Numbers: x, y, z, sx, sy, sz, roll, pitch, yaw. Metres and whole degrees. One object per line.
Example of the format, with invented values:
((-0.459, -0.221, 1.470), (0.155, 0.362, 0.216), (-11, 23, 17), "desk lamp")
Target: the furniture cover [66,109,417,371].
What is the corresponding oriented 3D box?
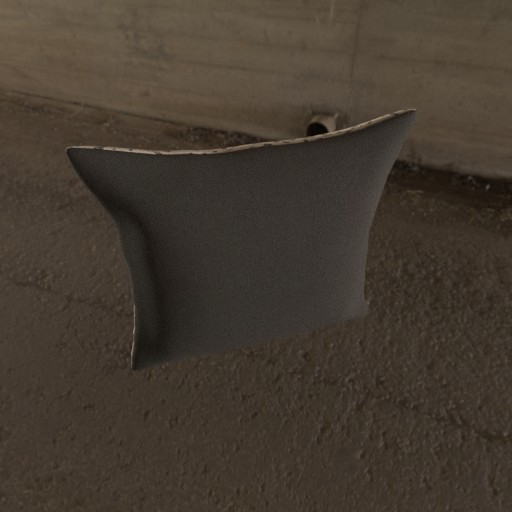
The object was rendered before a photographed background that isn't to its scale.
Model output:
((0.000, 0.000, 0.793), (0.525, 0.498, 0.180), (-11, 42, -12), "furniture cover")
